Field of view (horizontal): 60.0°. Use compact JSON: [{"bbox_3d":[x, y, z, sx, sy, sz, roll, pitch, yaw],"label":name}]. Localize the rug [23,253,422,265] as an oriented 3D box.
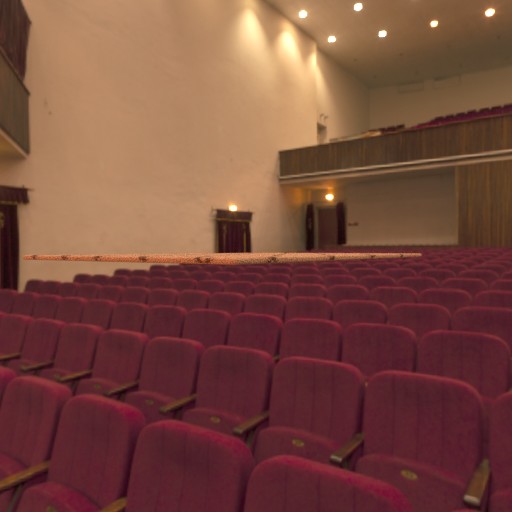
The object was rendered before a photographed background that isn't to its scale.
[{"bbox_3d":[0.000,0.000,3.468,1.778,0.030,2.743,1,1,36],"label":"rug"}]
